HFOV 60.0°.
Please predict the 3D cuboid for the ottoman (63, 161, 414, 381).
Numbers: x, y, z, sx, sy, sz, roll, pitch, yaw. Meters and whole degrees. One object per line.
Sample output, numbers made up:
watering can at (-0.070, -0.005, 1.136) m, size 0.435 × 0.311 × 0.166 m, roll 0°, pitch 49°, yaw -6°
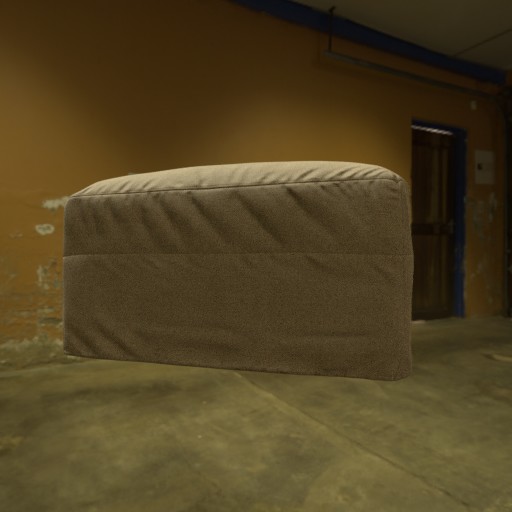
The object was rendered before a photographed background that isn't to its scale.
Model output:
ottoman at (0.000, 0.000, 1.264) m, size 0.837 × 0.481 × 0.683 m, roll 0°, pitch 0°, yaw 18°
